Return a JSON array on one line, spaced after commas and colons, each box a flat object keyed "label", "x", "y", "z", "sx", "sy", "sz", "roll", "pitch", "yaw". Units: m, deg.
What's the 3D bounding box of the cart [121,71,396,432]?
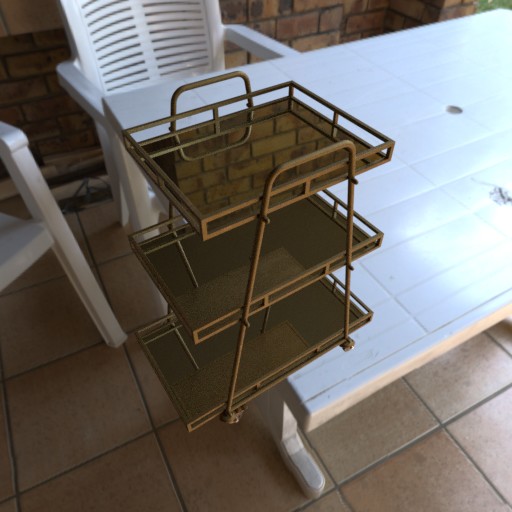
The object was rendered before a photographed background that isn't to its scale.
[{"label": "cart", "x": 0.000, "y": 0.000, "z": 1.264, "sx": 0.711, "sy": 0.883, "sz": 0.441, "roll": -25, "pitch": 50, "yaw": -23}]
